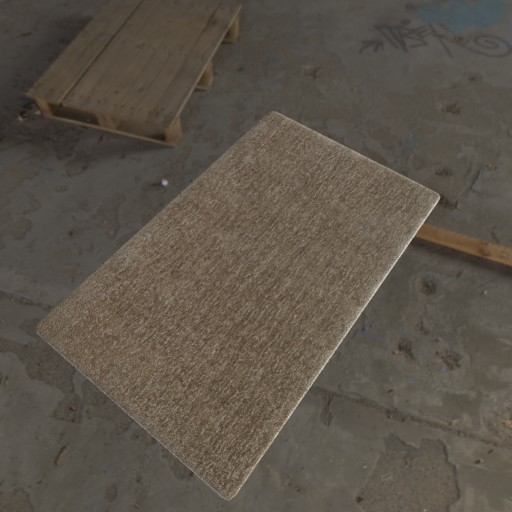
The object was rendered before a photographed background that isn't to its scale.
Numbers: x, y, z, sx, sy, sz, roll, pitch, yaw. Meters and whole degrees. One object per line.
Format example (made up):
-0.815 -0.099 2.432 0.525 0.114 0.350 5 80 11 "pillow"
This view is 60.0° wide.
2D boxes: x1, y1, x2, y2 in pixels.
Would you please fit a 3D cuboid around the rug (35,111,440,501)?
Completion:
0.000 0.000 2.962 1.539 0.024 2.469 33 64 19 "rug"
